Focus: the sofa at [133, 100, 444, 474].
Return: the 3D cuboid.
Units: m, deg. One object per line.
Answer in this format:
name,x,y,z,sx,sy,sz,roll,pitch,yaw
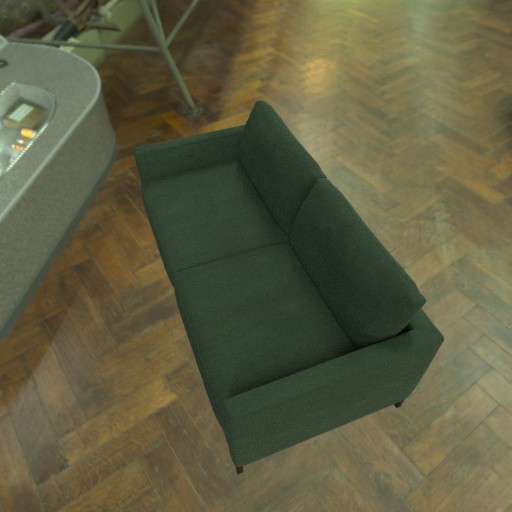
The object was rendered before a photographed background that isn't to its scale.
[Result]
sofa,0.000,0.000,2.199,0.875,0.817,1.676,-16,50,-14
